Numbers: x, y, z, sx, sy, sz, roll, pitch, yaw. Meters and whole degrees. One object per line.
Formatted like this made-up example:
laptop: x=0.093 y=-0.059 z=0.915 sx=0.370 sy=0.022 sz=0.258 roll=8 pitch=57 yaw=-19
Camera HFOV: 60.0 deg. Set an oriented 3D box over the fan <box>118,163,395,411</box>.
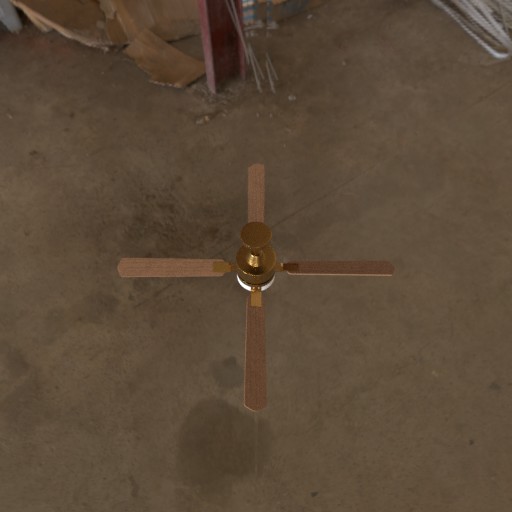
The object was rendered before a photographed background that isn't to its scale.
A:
fan: x=0.000 y=0.000 z=2.022 sx=1.320 sy=0.355 sz=1.320 roll=0 pitch=59 yaw=0
